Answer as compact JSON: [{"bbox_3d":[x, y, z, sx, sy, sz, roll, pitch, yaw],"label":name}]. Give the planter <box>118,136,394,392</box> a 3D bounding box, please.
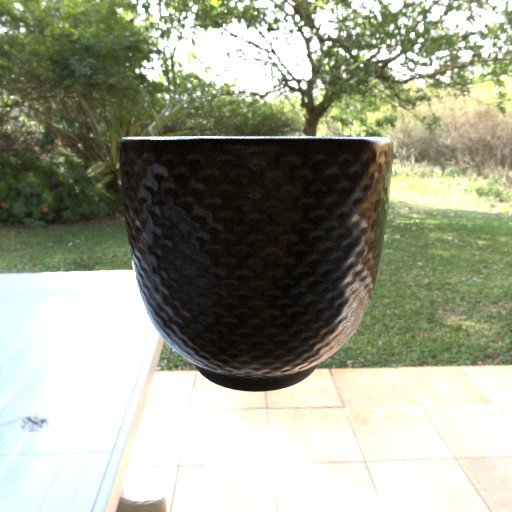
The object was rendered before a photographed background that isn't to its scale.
[{"bbox_3d":[0.000,0.000,0.308,0.172,0.160,0.172,0,15,0],"label":"planter"}]
